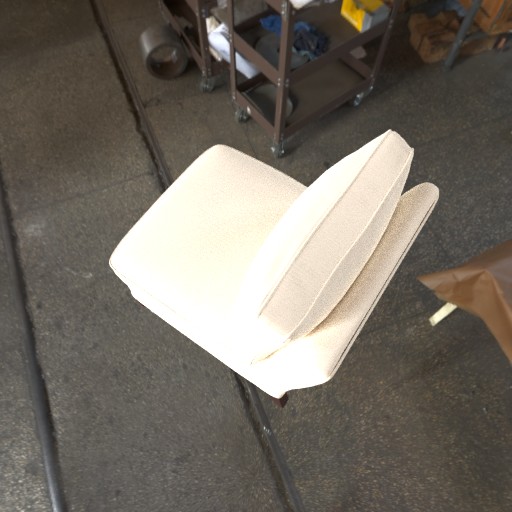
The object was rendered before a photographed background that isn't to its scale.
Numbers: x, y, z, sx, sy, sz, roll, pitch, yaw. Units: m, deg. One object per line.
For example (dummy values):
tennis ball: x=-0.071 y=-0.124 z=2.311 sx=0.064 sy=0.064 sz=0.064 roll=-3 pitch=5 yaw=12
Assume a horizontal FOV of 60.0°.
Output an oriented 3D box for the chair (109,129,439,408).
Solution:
chair: x=0.000 y=0.000 z=1.437 sx=0.781 sy=0.887 sz=0.630 roll=31 pitch=67 yaw=15
